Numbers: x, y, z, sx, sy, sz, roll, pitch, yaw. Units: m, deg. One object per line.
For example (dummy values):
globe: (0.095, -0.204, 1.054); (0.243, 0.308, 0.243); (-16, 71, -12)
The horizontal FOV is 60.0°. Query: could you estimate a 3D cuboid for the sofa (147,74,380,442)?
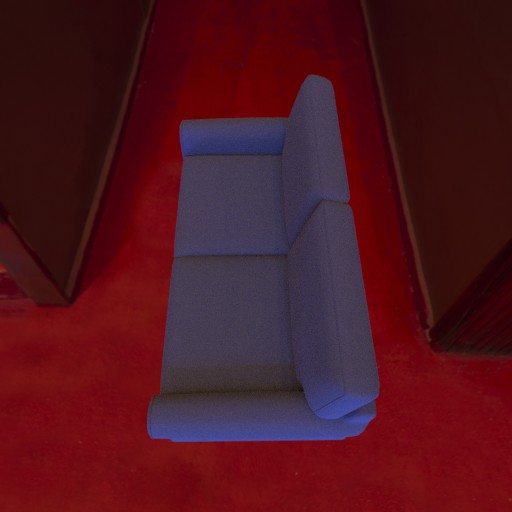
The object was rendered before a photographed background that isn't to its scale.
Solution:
sofa: (0.000, 0.000, 2.458); (0.940, 1.020, 1.930); (-1, 58, 0)
